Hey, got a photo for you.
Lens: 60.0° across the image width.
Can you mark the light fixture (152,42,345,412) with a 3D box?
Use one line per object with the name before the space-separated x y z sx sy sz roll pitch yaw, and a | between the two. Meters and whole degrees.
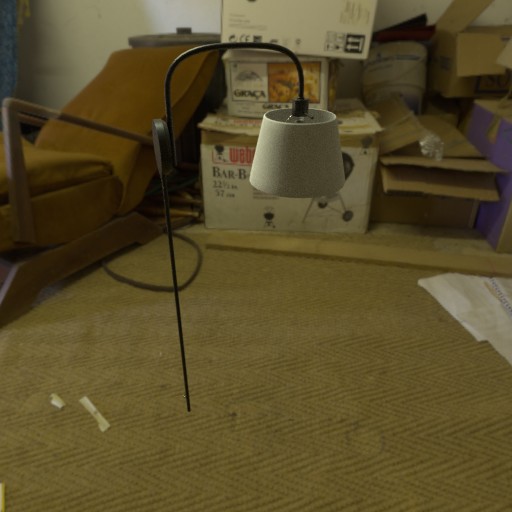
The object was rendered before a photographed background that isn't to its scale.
light fixture | 0.000 0.000 0.457 0.176 0.399 0.092 -10 31 -16
